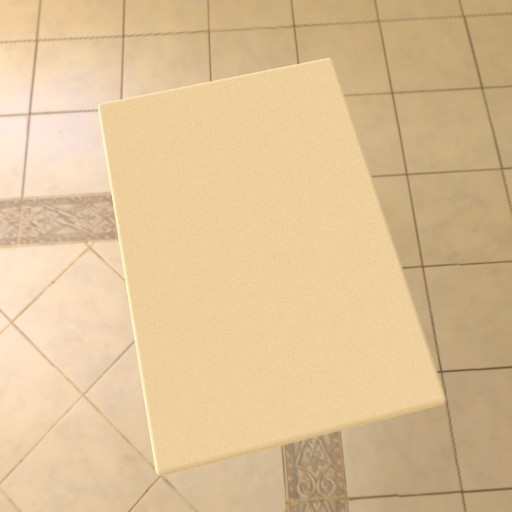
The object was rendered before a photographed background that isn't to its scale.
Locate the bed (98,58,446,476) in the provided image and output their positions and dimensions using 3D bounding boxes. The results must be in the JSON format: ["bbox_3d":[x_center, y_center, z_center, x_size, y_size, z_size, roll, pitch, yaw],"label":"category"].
[{"bbox_3d":[0.000,0.000,2.497,1.348,0.616,1.927,-13,75,-4],"label":"bed"}]
